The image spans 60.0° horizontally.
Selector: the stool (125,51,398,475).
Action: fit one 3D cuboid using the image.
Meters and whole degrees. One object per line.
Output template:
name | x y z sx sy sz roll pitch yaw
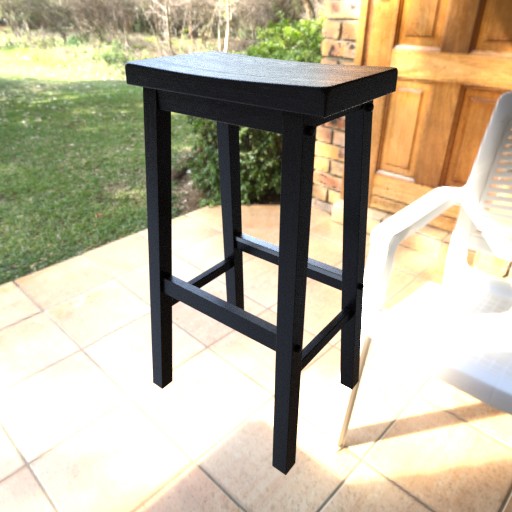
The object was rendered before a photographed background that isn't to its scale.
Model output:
stool | 0.000 0.000 0.928 0.406 0.742 0.322 22 37 32
